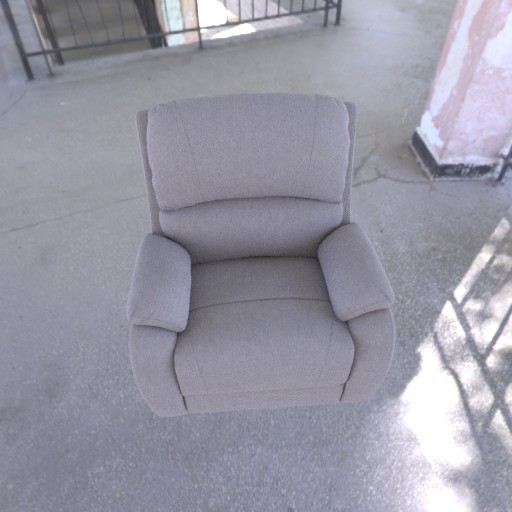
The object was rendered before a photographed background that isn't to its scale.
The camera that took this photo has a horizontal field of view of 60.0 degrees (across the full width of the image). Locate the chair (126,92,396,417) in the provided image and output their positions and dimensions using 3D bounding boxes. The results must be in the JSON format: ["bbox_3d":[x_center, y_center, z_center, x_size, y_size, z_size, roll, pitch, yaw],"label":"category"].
[{"bbox_3d":[0.000,0.000,1.734,0.930,1.011,0.899,-3,46,-3],"label":"chair"}]
